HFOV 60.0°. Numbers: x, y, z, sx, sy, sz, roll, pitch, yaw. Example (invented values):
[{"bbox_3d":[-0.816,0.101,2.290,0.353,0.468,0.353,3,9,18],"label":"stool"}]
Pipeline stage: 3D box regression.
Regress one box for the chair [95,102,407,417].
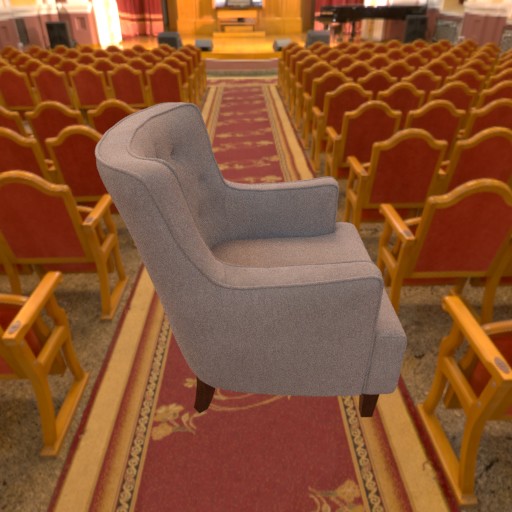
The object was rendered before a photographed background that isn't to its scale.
[{"bbox_3d":[0.000,0.000,1.571,0.910,0.919,0.781,-1,31,-1],"label":"chair"}]
